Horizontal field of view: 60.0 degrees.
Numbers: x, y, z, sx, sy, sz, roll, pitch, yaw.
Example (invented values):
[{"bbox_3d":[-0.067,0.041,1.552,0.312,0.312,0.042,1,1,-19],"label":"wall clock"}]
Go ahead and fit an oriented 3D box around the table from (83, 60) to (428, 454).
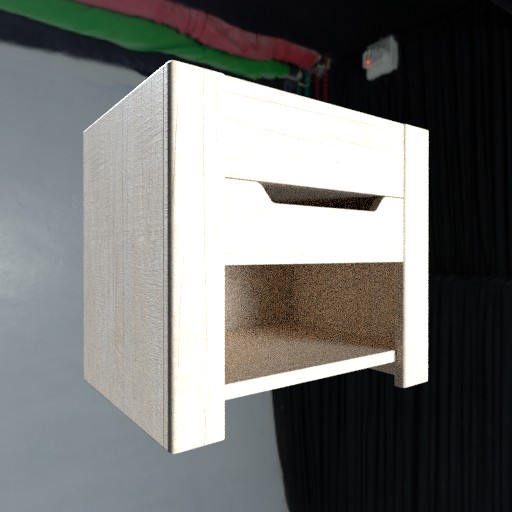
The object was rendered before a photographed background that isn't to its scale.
[{"bbox_3d":[0.000,0.000,0.905,0.570,0.510,0.420,0,0,-36],"label":"table"}]
